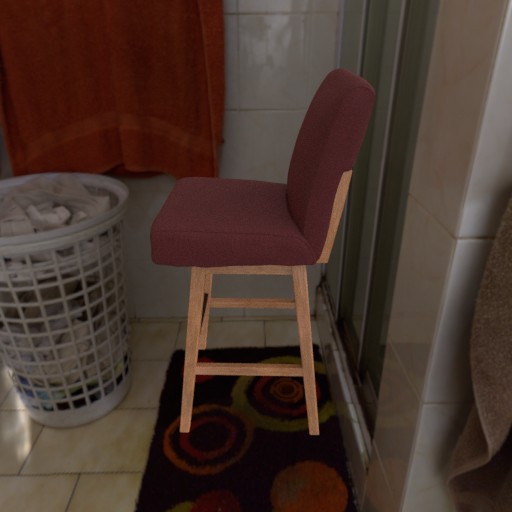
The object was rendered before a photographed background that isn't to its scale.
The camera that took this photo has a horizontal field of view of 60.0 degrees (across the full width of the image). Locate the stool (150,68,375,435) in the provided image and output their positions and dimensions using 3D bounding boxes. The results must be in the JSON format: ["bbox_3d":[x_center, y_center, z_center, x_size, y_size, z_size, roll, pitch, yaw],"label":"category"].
[{"bbox_3d":[0.000,0.000,1.421,0.562,1.093,0.468,1,27,1],"label":"stool"}]
